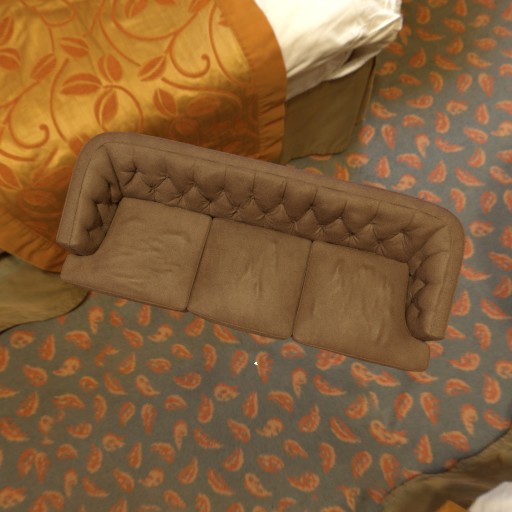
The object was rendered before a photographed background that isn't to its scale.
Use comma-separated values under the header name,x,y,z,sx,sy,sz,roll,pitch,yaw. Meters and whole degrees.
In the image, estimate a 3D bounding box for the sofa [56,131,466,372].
name,x,y,z,sx,sy,sz,roll,pitch,yaw
sofa,0.000,0.000,2.724,2.227,0.787,0.927,14,77,3
